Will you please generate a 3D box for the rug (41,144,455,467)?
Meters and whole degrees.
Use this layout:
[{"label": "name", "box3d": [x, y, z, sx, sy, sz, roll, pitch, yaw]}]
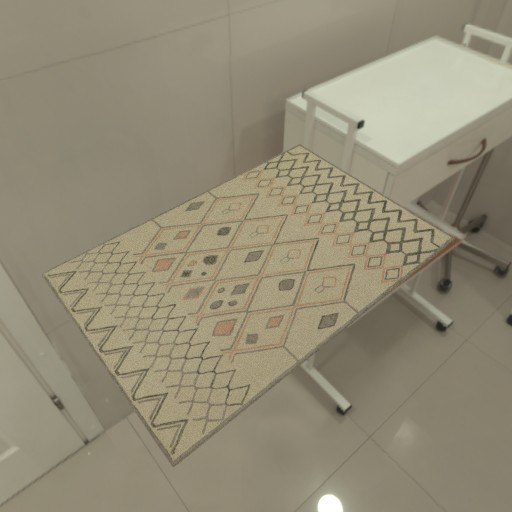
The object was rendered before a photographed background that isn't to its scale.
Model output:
[{"label": "rug", "box3d": [0.000, 0.000, 2.335, 1.829, 0.016, 1.219, -32, 54, -26]}]
